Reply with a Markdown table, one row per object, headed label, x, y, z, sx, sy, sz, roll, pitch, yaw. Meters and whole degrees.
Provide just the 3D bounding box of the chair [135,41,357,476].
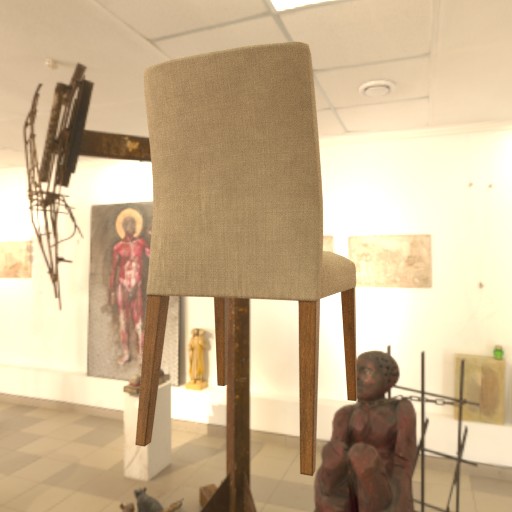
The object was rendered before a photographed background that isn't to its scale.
| label | x | y | z | sx | sy | sz | roll | pitch | yaw |
| --- | --- | --- | --- | --- | --- | --- | --- | --- | --- |
| chair | 0.000 | 0.000 | 1.269 | 0.496 | 0.940 | 0.585 | 0 | 0 | 20 |
